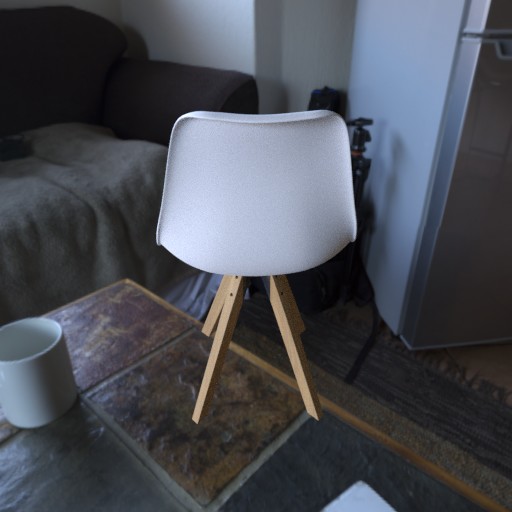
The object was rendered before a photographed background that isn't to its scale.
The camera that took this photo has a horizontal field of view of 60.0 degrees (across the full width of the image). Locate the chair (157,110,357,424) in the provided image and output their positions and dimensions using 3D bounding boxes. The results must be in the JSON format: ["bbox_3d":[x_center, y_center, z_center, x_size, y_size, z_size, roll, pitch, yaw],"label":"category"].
[{"bbox_3d":[0.000,0.000,1.170,0.485,0.849,0.550,-1,30,-2],"label":"chair"}]
